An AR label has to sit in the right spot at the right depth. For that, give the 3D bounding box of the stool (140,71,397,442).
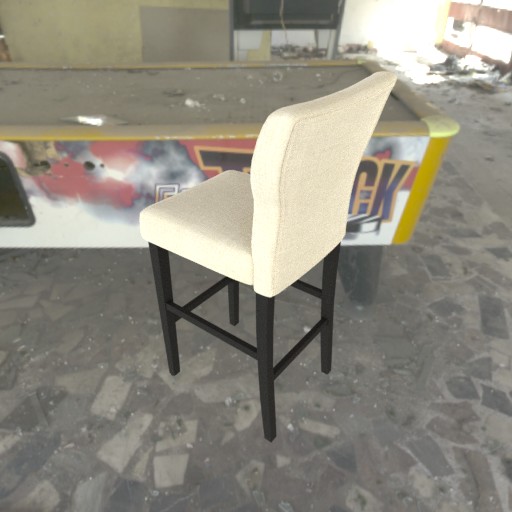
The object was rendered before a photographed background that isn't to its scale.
[{"bbox_3d":[0.000,0.000,1.448,0.603,1.124,0.516,22,39,31],"label":"stool"}]
